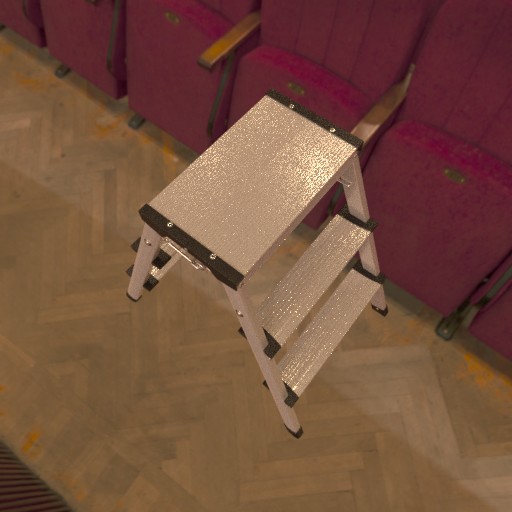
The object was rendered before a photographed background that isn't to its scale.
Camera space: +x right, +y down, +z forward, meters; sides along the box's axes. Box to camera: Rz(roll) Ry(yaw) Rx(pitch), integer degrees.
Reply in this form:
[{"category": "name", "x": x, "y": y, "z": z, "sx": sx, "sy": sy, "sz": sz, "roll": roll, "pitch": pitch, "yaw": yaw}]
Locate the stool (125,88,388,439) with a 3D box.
[{"category": "stool", "x": 0.000, "y": 0.000, "z": 1.003, "sx": 0.622, "sy": 0.605, "sz": 0.437, "roll": 36, "pitch": 69, "yaw": 16}]
